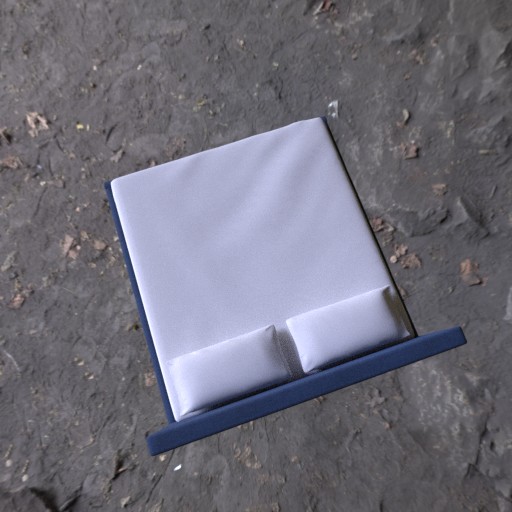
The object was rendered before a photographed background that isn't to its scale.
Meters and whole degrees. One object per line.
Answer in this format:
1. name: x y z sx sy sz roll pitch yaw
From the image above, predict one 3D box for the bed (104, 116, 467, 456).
1. bed: 0.000 0.000 3.541 2.096 1.231 2.232 -18 76 -5
